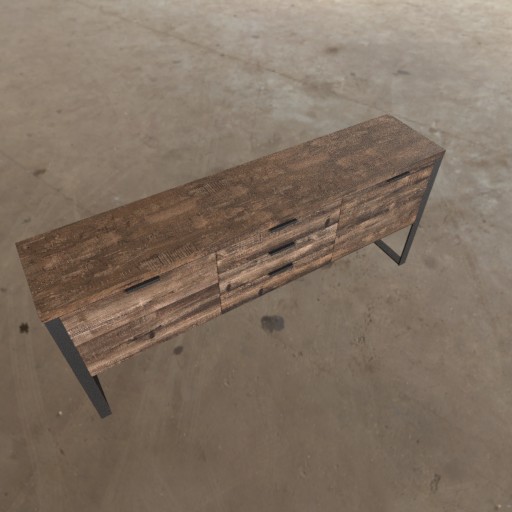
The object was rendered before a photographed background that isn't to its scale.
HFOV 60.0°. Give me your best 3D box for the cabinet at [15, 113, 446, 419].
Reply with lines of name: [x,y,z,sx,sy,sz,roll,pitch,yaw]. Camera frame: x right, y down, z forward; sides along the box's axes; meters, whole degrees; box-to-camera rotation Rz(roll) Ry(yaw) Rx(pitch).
cabinet: [0.000,0.000,2.084,1.800,0.762,0.395,-24,51,-21]
